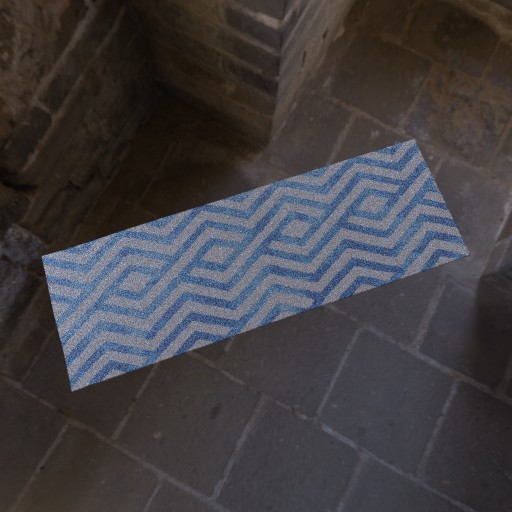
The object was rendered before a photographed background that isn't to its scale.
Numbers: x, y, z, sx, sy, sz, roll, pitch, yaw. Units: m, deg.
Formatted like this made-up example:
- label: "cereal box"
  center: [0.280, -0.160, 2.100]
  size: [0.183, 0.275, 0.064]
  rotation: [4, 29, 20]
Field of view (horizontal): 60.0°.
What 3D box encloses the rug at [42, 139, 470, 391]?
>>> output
- label: "rug"
  center: [0.000, 0.000, 1.627]
  size: [1.492, 0.007, 0.503]
  rotation: [-18, 76, -5]
